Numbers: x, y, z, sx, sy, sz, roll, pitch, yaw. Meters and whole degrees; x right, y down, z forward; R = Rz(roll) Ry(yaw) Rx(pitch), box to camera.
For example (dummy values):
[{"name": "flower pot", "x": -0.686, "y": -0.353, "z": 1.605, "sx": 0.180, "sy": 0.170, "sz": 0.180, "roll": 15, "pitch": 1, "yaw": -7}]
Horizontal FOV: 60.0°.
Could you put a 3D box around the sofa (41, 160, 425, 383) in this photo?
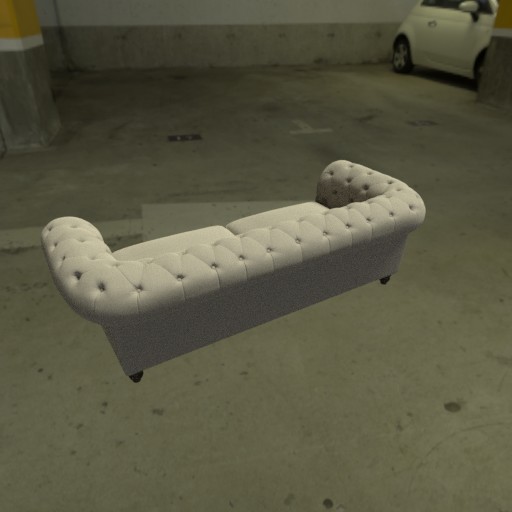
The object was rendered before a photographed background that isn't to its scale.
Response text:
[{"name": "sofa", "x": 0.000, "y": 0.000, "z": 2.899, "sx": 2.411, "sy": 0.749, "sz": 0.991, "roll": -17, "pitch": 33, "yaw": -27}]
